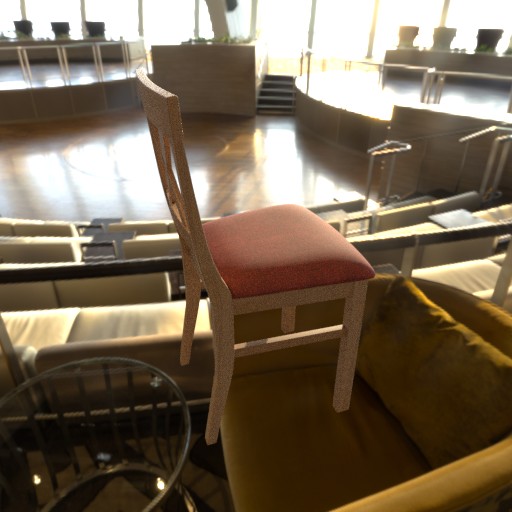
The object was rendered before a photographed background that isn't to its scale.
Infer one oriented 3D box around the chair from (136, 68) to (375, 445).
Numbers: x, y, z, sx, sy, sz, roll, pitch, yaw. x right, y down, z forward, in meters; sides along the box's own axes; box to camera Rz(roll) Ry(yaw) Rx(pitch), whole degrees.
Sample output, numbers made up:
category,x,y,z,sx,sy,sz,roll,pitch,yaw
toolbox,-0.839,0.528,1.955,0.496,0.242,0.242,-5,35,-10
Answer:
category,x,y,z,sx,sy,sz,roll,pitch,yaw
chair,0.000,0.000,1.186,0.492,0.912,0.439,-11,32,-18
